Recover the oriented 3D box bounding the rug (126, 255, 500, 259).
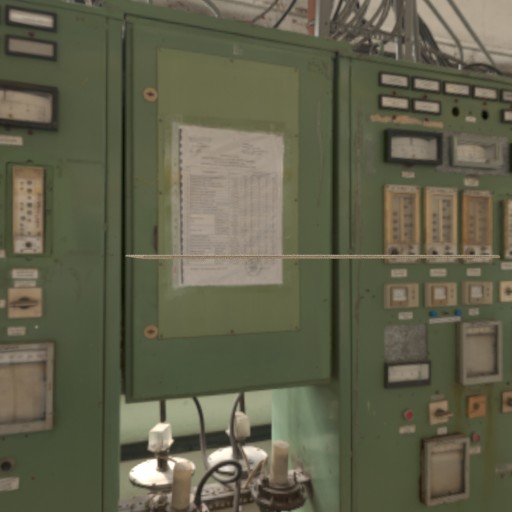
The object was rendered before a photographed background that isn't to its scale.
[{"bbox_3d":[0.000,0.000,2.237,1.219,0.010,1.829,0,0,-18],"label":"rug"}]
